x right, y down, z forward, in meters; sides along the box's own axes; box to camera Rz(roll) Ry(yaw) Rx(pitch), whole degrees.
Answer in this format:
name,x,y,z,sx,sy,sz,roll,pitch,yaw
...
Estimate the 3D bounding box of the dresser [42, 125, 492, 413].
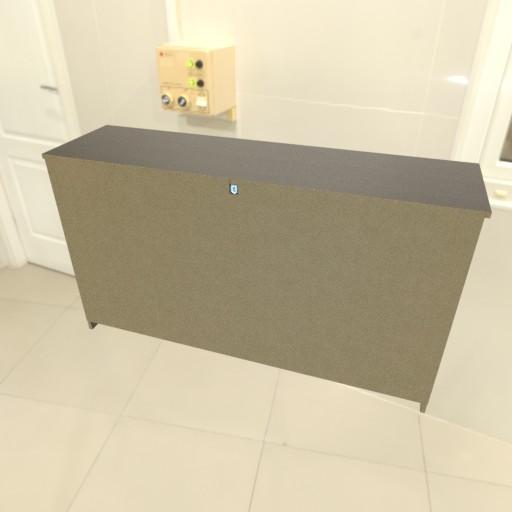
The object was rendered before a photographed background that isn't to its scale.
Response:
name,x,y,z,sx,sy,sz,roll,pitch,yaw
dresser,0.000,0.000,1.635,1.360,0.755,0.401,10,33,16
